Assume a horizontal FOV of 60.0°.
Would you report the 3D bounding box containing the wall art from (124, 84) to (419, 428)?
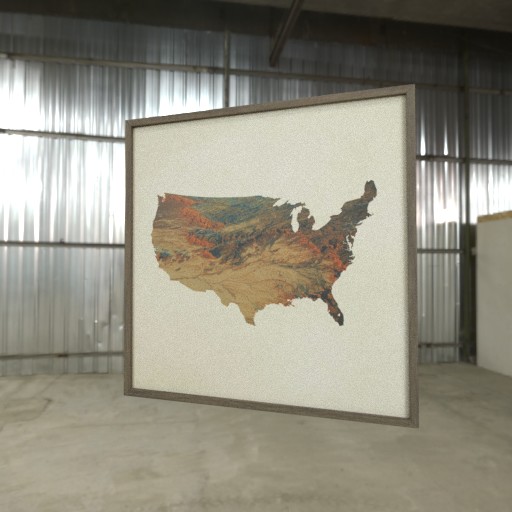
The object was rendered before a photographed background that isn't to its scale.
[{"bbox_3d":[0.000,0.000,0.741,0.508,0.507,0.016,0,-1,19],"label":"wall art"}]
